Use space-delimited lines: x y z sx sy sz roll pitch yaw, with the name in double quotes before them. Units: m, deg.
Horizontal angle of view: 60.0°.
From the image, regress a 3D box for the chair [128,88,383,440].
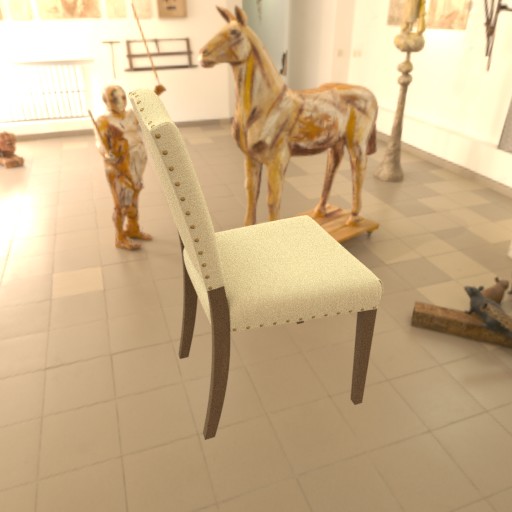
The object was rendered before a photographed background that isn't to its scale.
"chair" 0.000 0.000 1.384 0.619 1.015 0.508 -10 31 -17
